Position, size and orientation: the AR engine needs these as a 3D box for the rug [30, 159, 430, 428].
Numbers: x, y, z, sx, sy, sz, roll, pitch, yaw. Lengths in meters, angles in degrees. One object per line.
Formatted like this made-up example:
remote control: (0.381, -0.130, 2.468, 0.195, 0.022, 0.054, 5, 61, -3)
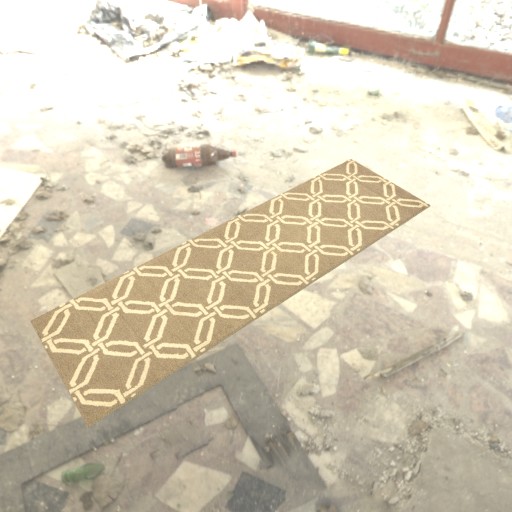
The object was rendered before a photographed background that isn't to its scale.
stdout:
rug: (0.000, 0.000, 2.470, 2.276, 0.014, 0.678, -30, 52, -26)
